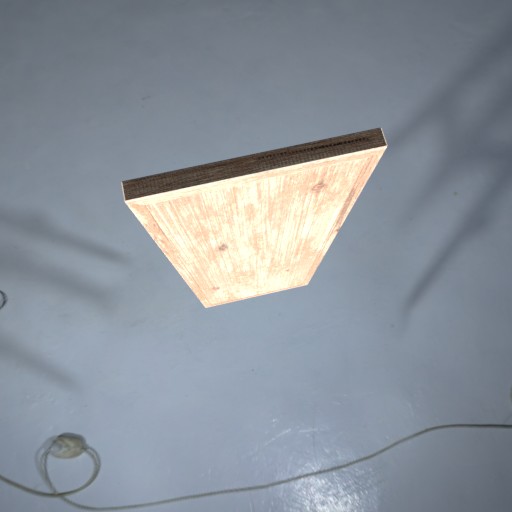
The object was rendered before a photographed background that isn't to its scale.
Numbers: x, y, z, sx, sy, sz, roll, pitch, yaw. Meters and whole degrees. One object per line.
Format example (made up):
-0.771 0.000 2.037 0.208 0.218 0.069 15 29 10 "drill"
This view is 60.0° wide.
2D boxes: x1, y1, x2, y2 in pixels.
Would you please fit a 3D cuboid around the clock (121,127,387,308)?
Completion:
0.000 0.000 1.061 0.361 0.965 0.030 -13 75 -3 "clock"
